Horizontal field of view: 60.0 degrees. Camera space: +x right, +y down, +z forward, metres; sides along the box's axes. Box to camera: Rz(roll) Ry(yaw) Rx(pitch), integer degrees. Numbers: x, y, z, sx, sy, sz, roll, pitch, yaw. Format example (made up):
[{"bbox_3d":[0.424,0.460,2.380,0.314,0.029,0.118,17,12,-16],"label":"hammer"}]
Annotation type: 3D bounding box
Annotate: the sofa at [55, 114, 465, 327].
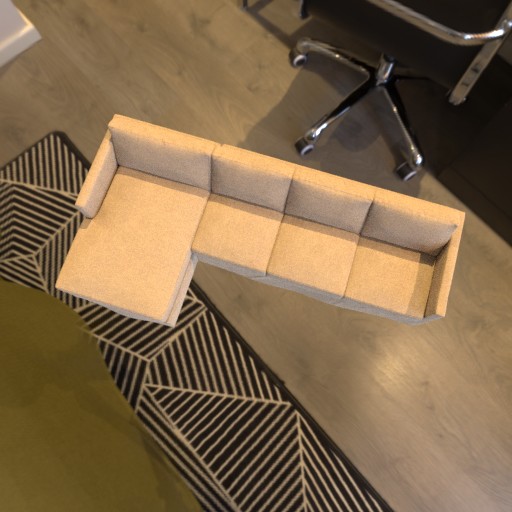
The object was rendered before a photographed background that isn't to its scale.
[{"bbox_3d":[0.000,0.000,3.899,3.198,0.920,1.638,17,76,4],"label":"sofa"}]
